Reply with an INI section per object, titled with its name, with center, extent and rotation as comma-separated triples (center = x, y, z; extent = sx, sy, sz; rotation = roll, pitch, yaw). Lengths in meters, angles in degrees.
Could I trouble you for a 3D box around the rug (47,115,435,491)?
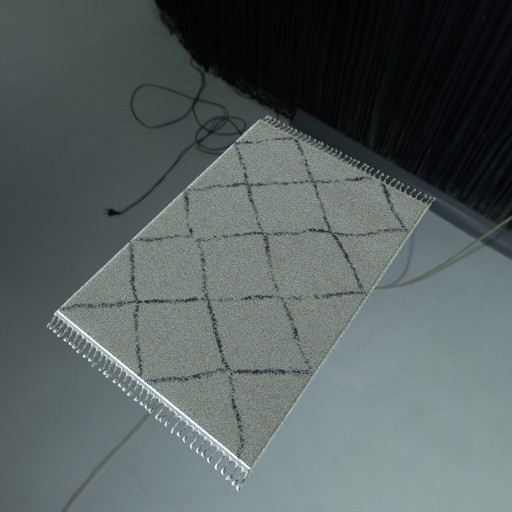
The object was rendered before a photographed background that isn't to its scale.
[rug]
center = 0.000, 0.000, 2.915
extent = 1.494, 0.031, 2.307
rotation = 32, 64, 18
